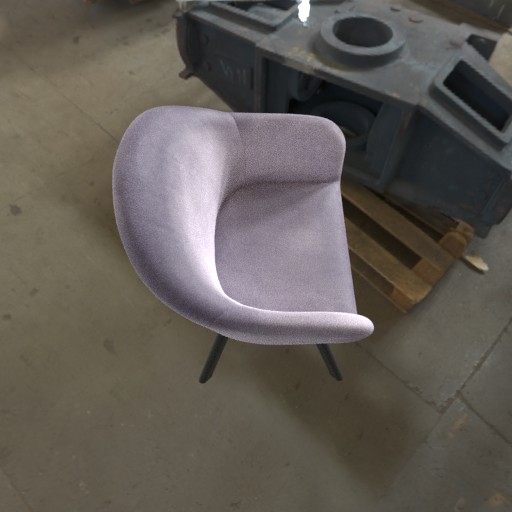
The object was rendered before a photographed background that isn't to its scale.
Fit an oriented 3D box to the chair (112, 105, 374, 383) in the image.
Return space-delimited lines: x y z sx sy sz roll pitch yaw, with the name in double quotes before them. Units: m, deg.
"chair" 0.000 0.000 1.158 0.540 0.780 0.570 -1 61 -1
